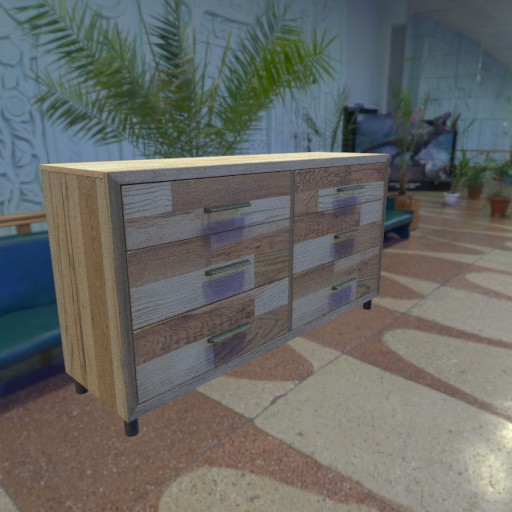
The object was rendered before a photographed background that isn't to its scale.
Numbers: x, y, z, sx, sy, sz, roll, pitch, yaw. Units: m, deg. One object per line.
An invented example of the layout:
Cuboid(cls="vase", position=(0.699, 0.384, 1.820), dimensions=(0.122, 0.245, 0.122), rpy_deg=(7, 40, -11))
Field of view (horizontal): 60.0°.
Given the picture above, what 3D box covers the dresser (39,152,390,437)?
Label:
Cuboid(cls="dresser", position=(0.000, 0.000, 1.938), dimensions=(0.487, 0.834, 1.547), rpy_deg=(14, 21, 42))
